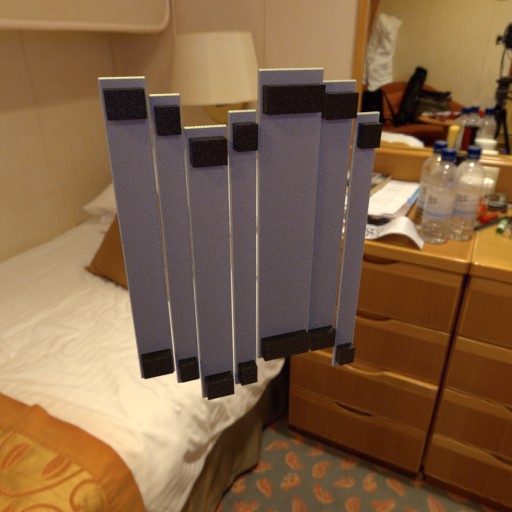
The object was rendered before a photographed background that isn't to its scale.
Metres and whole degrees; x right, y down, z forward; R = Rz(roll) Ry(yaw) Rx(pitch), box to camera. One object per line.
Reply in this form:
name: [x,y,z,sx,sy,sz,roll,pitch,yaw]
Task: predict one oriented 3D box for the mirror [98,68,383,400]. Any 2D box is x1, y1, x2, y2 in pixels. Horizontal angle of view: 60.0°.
mirror: [0.000,0.000,0.785,0.445,0.611,0.058,-9,27,-17]
